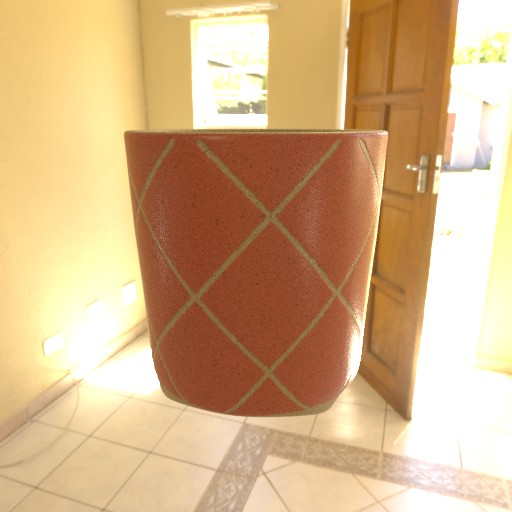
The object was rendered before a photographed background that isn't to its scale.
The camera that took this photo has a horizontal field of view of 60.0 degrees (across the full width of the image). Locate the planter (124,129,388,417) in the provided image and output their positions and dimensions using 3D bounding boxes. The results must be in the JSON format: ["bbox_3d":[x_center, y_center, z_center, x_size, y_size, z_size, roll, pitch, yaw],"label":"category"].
[{"bbox_3d":[0.000,0.000,0.429,0.227,0.235,0.227,0,17,0],"label":"planter"}]
